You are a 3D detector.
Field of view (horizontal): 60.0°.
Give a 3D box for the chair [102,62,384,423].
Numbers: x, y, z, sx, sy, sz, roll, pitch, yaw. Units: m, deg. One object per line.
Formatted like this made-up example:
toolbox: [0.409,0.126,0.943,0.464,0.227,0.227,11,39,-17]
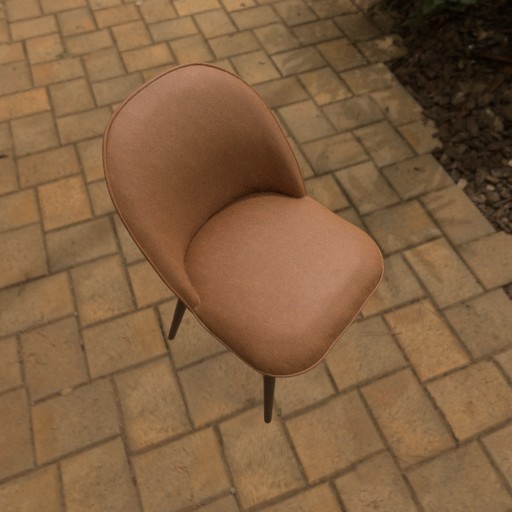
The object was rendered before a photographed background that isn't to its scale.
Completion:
chair: [0.000,0.000,1.227,0.631,0.831,0.521,35,65,19]
